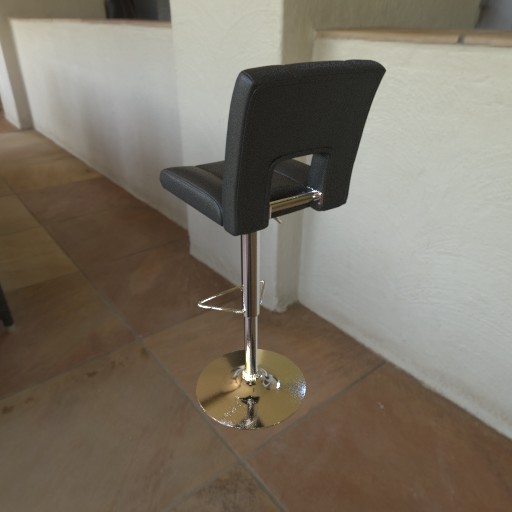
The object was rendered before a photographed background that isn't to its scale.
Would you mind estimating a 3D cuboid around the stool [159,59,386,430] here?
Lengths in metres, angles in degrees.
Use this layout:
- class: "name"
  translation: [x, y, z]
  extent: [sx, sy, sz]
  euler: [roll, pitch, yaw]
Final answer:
- class: "stool"
  translation: [0.000, 0.000, 1.389]
  extent: [0.415, 1.151, 0.520]
  euler: [-18, 33, -30]
